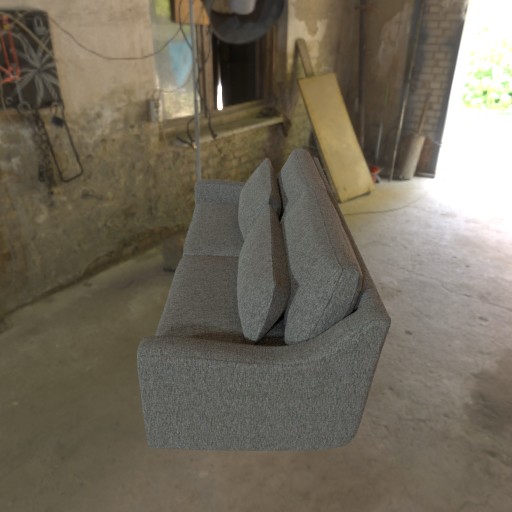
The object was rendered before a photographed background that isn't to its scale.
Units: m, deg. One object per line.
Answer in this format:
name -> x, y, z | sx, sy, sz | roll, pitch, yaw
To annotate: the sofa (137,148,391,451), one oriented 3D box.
sofa -> 0.000, 0.000, 3.008 | 1.103, 0.998, 2.418 | 0, 28, 0
